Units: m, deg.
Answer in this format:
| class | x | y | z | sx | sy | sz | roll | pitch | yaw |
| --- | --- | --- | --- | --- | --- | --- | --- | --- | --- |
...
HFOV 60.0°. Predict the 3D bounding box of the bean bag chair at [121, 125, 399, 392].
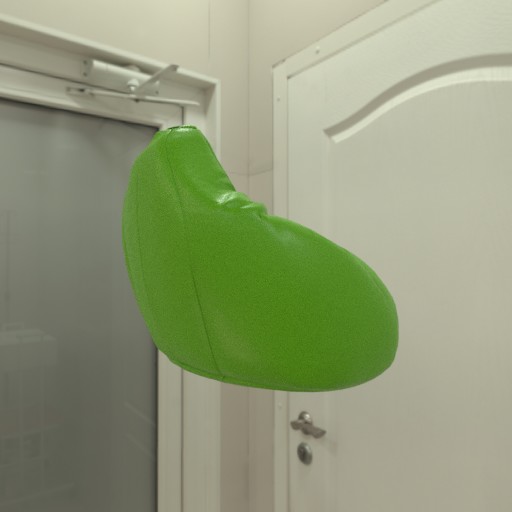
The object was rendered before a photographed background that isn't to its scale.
| class | x | y | z | sx | sy | sz | roll | pitch | yaw |
| --- | --- | --- | --- | --- | --- | --- | --- | --- | --- |
| bean bag chair | 0.000 | 0.000 | 1.916 | 1.070 | 0.990 | 1.070 | 1 | -1 | -36 |
